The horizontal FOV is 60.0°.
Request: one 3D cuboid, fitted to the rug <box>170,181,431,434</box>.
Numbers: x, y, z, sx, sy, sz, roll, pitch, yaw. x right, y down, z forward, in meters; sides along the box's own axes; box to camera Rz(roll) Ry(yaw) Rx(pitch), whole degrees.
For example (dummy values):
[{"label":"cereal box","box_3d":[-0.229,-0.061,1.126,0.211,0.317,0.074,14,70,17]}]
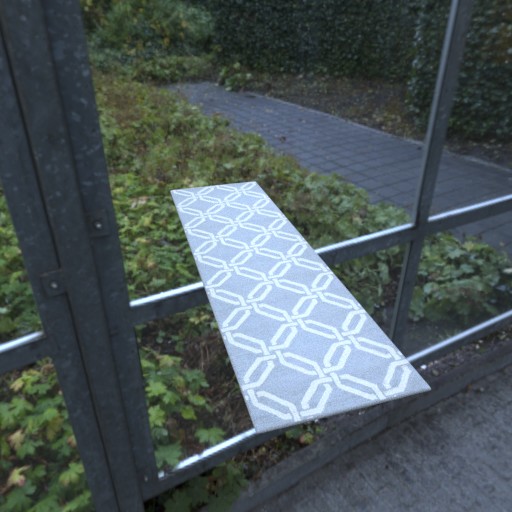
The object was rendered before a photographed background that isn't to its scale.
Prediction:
[{"label":"rug","box_3d":[0.000,0.000,2.503,0.678,0.014,2.276,-9,31,-14]}]
